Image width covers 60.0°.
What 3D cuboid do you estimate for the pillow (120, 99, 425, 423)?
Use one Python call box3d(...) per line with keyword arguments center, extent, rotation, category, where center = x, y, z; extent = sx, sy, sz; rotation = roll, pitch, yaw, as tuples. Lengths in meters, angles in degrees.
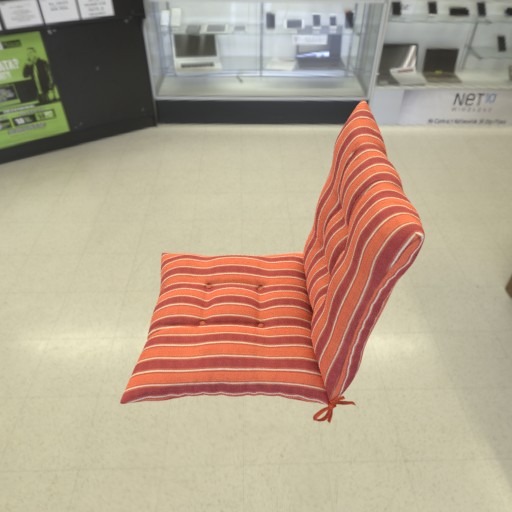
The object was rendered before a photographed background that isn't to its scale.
box3d(center=(0.000, 0.000, 1.009), extent=(0.585, 0.536, 0.541), rotation=(1, 42, 1), category="pillow")
